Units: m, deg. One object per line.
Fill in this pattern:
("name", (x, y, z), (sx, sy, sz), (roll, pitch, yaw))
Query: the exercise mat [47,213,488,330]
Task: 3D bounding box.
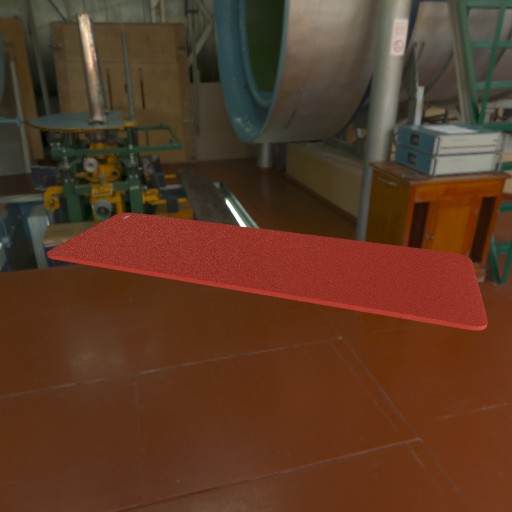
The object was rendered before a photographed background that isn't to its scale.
("exercise mat", (0.000, 0.000, 2.026), (1.869, 0.021, 0.616), (8, 26, 17))
